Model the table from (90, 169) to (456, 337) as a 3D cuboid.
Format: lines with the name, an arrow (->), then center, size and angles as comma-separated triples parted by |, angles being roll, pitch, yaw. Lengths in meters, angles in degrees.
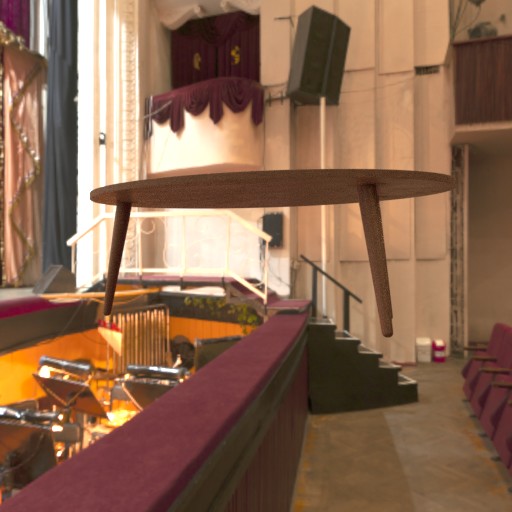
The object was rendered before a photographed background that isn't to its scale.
table -> 0.000, 0.000, 1.307 | 1.083, 0.390, 0.542 | 0, -1, 17
